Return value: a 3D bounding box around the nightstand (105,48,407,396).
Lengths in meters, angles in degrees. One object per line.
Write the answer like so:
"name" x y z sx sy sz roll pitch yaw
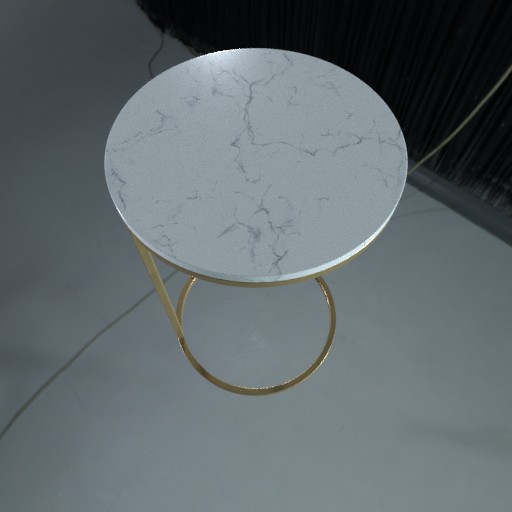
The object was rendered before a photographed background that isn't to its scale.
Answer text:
"nightstand" 0.000 0.000 0.858 0.400 0.610 0.400 34 66 18
